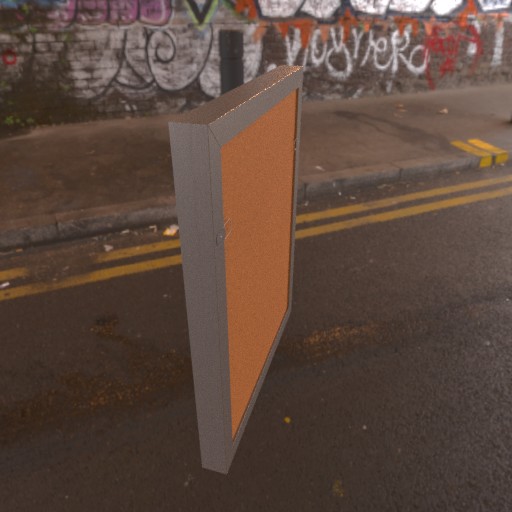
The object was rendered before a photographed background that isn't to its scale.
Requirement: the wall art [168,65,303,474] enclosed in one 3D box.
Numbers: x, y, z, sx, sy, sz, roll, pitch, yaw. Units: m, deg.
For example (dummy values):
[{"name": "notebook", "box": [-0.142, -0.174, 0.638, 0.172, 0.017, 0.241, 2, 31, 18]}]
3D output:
[{"name": "wall art", "box": [0.000, 0.000, 0.522, 0.030, 0.379, 0.308, 9, 31, 15]}]
